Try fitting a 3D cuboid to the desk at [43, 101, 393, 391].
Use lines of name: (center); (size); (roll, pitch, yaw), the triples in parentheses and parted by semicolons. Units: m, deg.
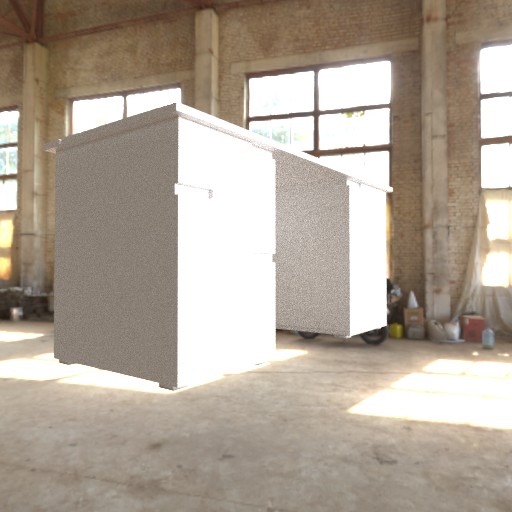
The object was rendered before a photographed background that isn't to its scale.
desk: (0.000, 0.000, 1.965); (0.670, 0.760, 1.580); (-1, -2, 37)
